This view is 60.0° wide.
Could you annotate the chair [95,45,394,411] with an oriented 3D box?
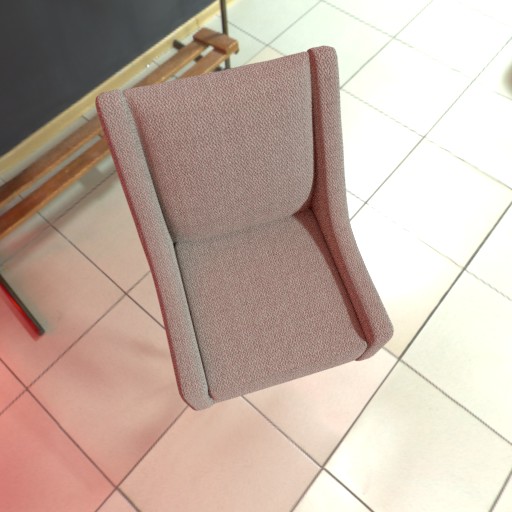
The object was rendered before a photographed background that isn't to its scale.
[{"bbox_3d":[0.000,0.000,1.623,0.774,1.014,0.870,-15,65,-7],"label":"chair"}]
